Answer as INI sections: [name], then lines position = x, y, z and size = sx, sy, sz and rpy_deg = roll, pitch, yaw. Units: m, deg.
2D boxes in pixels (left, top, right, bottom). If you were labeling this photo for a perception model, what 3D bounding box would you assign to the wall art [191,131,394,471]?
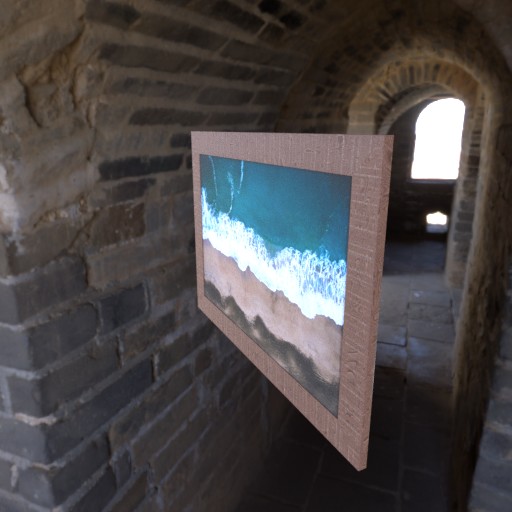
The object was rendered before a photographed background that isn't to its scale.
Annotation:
[wall art]
position = 0.000, 0.000, 1.167
size = 0.019, 0.626, 0.917
rpy_deg = -8, 18, -26
